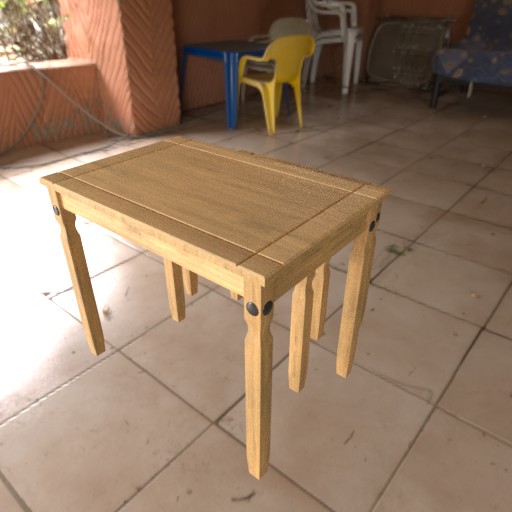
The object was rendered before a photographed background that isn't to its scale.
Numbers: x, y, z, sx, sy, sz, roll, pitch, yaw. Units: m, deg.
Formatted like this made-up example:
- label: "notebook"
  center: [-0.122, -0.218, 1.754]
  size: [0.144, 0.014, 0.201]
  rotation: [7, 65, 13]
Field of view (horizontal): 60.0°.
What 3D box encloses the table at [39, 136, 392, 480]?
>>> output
- label: "table"
  center: [0.000, 0.000, 1.236]
  size: [0.660, 0.535, 0.773]
  rotation: [23, 38, 33]
